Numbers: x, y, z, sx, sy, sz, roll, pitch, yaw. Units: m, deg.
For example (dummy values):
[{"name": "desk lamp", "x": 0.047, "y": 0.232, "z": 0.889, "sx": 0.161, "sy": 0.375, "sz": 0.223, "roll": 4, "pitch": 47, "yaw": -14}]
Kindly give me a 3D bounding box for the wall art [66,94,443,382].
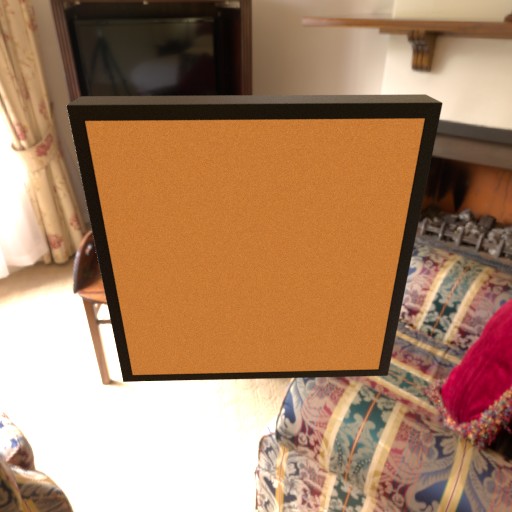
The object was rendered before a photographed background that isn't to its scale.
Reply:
[{"name": "wall art", "x": 0.000, "y": 0.000, "z": 0.442, "sx": 0.299, "sy": 0.299, "sz": 0.037, "roll": -1, "pitch": 30, "yaw": -2}]
